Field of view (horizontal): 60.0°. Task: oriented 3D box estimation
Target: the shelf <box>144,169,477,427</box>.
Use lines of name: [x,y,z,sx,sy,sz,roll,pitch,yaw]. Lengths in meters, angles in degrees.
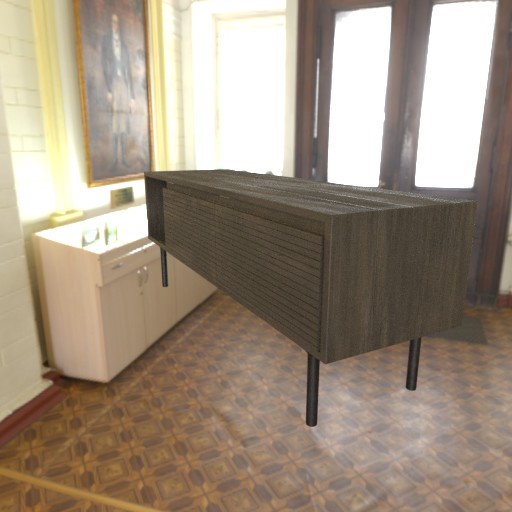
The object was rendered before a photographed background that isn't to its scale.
shelf: [0.000,0.000,1.490,0.400,0.495,1.300,-8,16,-27]
